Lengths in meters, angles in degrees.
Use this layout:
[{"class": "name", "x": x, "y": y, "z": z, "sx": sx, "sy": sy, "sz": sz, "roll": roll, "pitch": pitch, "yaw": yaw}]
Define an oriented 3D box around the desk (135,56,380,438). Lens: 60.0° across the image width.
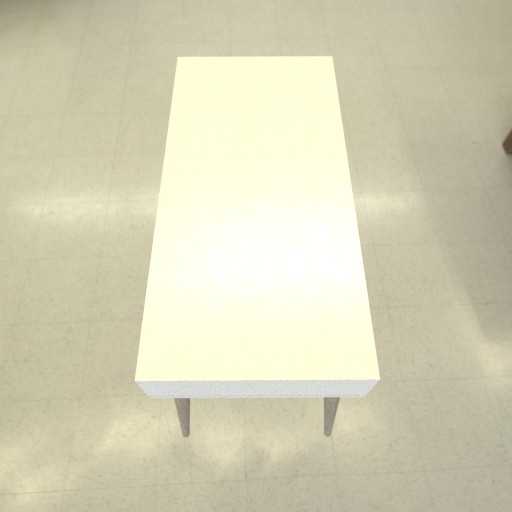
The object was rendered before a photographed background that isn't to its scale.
[{"class": "desk", "x": 0.000, "y": 0.000, "z": 1.407, "sx": 0.491, "sy": 0.723, "sz": 0.979, "roll": 0, "pitch": 59, "yaw": 0}]
